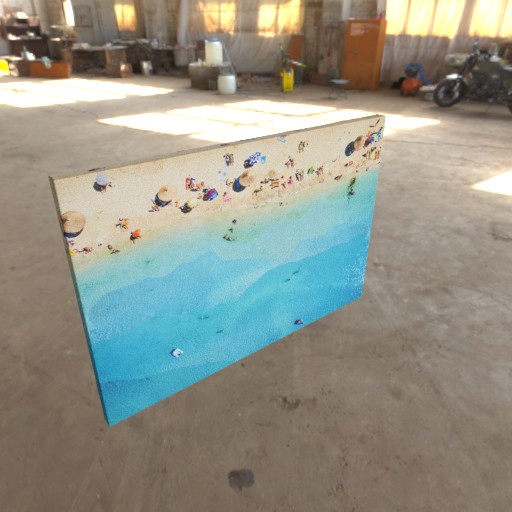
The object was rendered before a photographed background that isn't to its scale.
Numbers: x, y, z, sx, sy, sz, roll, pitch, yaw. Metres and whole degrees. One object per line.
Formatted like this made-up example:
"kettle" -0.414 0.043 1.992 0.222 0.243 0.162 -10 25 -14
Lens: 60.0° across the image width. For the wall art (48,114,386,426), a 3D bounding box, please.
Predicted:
"wall art" 0.000 0.000 1.458 1.136 0.769 0.040 -20 35 -32
